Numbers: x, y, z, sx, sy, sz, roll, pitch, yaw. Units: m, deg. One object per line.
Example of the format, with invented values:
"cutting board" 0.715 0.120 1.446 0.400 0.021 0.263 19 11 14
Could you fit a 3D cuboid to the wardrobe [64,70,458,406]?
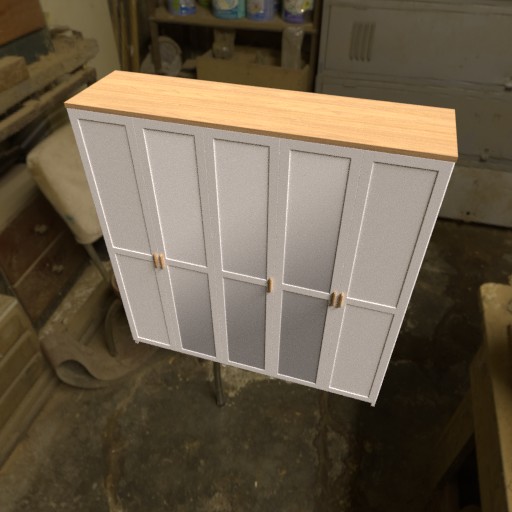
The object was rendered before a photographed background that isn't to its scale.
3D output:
"wardrobe" 0.000 0.000 3.268 2.160 2.260 0.590 12 43 13
